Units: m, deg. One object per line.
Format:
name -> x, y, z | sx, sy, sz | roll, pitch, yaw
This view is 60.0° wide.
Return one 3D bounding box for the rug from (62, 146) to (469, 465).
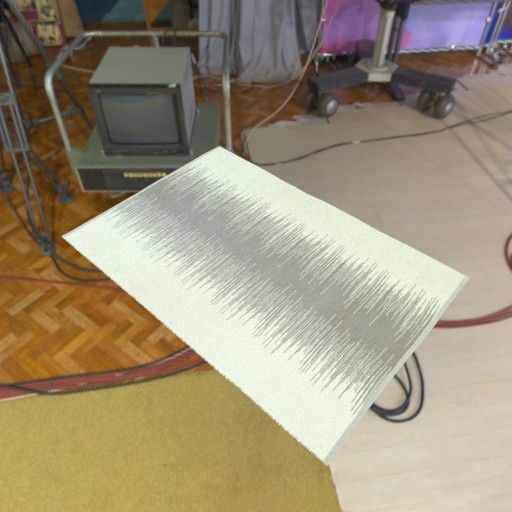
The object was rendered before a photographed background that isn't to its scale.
rug -> 0.000, 0.000, 2.351 | 1.815, 0.007, 1.226 | 33, 55, 28
